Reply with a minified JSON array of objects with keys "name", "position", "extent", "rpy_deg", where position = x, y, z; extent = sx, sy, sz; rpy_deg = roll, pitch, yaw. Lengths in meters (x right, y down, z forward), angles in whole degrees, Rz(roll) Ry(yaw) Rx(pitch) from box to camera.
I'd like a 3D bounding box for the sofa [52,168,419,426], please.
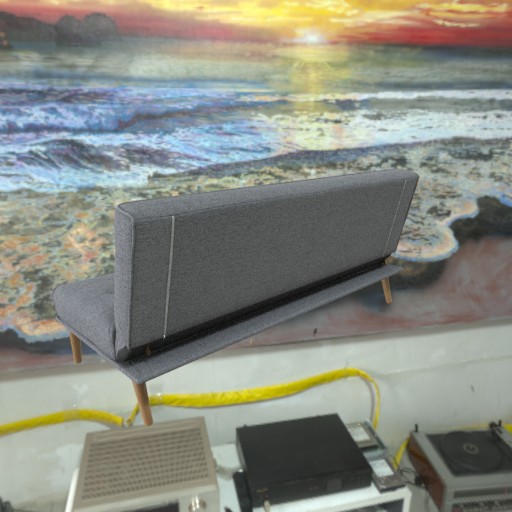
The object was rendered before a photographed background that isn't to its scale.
[{"name":"sofa","position":[0.000,0.000,2.311],"extent":[1.820,0.830,0.810],"rpy_deg":[-15,22,-42]}]
